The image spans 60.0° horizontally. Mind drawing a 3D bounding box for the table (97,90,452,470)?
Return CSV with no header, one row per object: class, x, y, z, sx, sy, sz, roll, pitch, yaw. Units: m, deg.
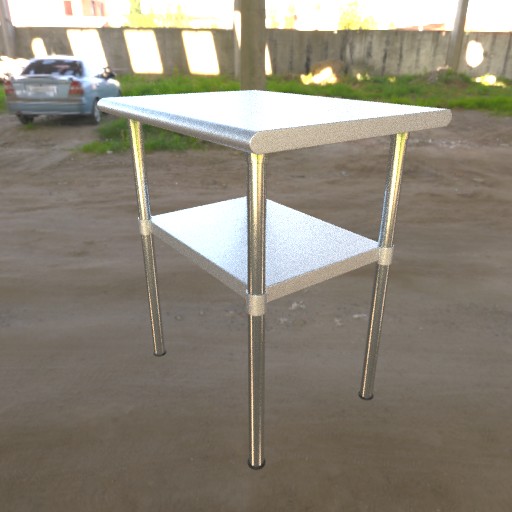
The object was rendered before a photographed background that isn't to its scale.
table,0.000,0.000,1.338,0.584,0.876,0.762,-17,29,-33
